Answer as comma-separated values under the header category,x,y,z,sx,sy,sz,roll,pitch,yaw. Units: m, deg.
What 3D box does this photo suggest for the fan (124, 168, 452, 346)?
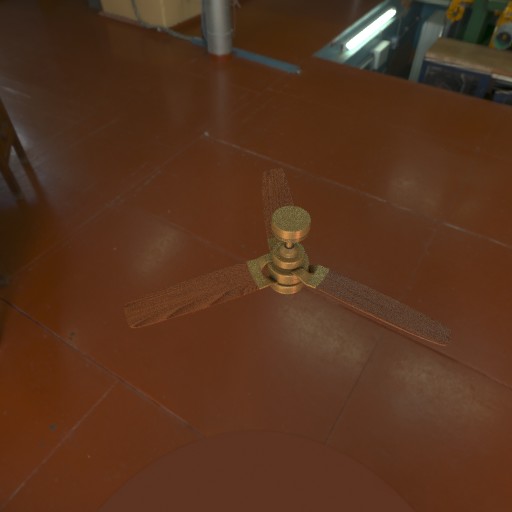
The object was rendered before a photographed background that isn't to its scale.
category,x,y,z,sx,sy,sz,roll,pitch,yaw
fan,0.000,0.000,2.077,1.271,0.425,1.416,-17,49,-16
